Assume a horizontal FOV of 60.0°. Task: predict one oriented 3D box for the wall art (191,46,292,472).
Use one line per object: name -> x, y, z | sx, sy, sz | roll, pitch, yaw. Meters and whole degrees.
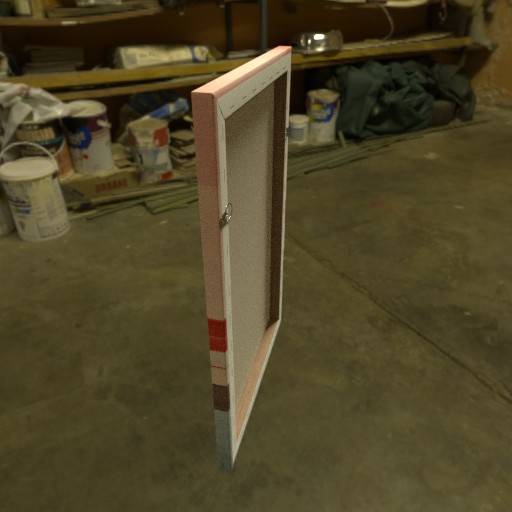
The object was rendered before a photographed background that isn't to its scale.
wall art -> 0.000, 0.000, 1.135 | 0.038, 0.914, 0.610 | 8, 32, 13
